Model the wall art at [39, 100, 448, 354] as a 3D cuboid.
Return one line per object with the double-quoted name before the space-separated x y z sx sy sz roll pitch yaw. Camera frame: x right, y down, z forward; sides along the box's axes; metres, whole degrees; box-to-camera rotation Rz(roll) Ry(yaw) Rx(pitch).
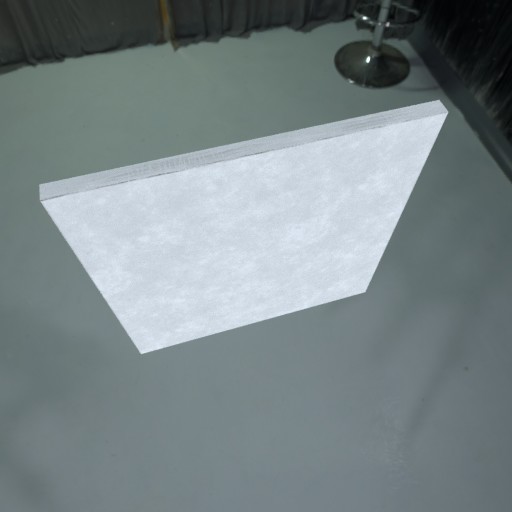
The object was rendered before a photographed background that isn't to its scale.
"wall art" 0.000 0.000 0.448 0.303 0.303 0.015 -14 59 -9
